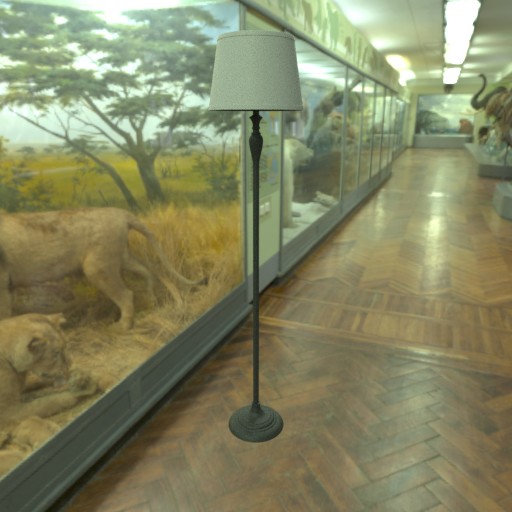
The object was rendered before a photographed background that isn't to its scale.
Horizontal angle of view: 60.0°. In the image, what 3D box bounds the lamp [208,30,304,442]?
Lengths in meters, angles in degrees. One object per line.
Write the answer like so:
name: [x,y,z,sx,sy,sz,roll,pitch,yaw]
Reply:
lamp: [0.000,0.000,1.682,0.327,1.506,0.327,-3,17,-8]
